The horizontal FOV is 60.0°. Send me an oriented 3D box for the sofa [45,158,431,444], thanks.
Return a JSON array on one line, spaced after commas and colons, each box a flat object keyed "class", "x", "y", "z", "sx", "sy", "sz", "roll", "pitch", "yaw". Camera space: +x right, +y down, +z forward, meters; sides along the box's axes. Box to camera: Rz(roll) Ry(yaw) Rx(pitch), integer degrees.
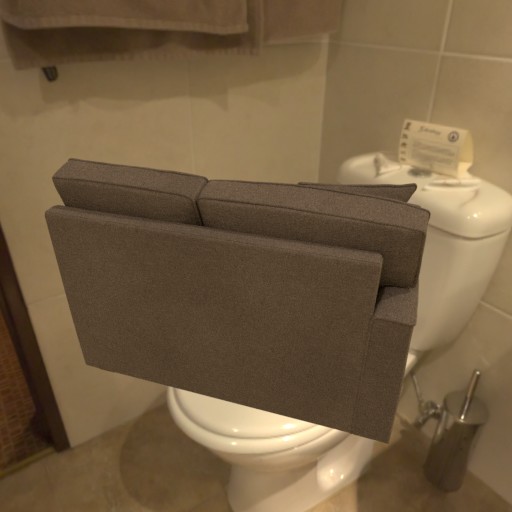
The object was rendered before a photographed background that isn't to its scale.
[{"class": "sofa", "x": 0.000, "y": 0.000, "z": 2.028, "sx": 1.388, "sy": 0.989, "sz": 0.991, "roll": 9, "pitch": 31, "yaw": 15}]
